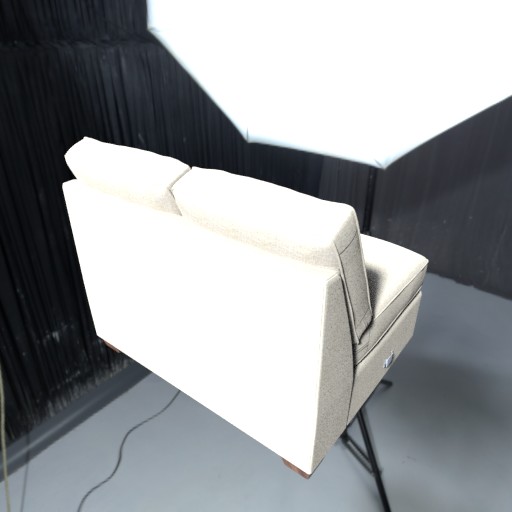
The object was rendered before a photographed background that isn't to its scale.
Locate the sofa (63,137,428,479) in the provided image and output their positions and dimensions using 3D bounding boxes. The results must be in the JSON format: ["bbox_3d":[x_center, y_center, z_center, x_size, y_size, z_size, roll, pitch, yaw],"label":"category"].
[{"bbox_3d":[0.000,0.000,1.939,1.232,1.006,0.978,21,35,33],"label":"sofa"}]
